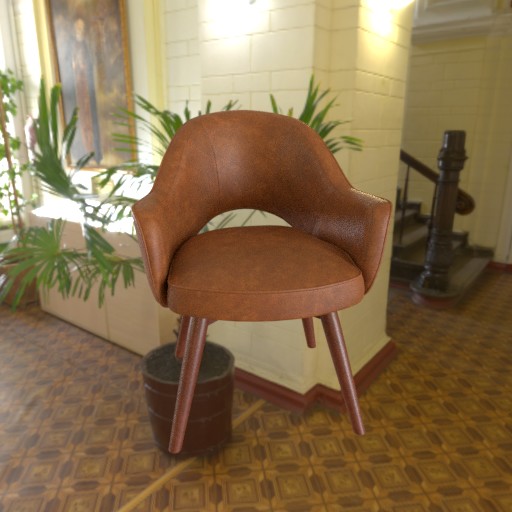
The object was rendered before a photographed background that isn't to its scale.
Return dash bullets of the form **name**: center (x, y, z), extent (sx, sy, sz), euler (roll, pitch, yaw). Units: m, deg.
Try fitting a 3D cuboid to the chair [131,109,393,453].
- **chair**: center (0.000, 0.000, 1.197), extent (0.591, 0.777, 0.640), euler (-2, 16, -8)
